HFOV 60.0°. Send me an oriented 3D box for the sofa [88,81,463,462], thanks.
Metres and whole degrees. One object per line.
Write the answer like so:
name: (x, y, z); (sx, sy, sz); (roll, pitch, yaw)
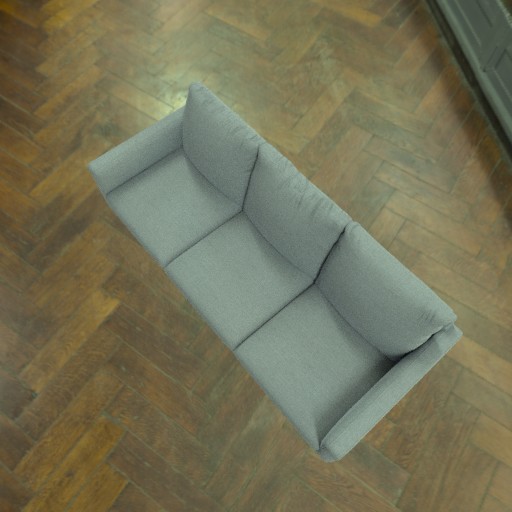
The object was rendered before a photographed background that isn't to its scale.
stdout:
sofa: (0.000, 0.000, 2.408); (0.850, 0.830, 2.000); (-38, 69, -17)
